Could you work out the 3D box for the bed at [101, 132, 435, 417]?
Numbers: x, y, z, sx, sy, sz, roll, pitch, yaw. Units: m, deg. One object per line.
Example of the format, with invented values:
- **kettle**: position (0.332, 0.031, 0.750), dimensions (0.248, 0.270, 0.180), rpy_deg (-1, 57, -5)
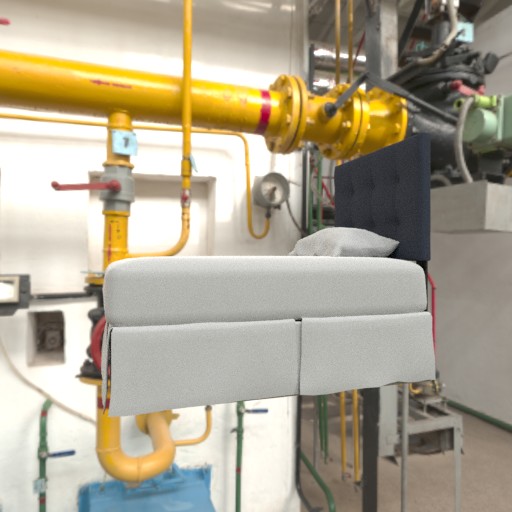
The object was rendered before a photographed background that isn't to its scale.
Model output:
- **bed**: position (0.000, 0.000, 3.024), dimensions (1.997, 1.571, 1.261), rpy_deg (0, 0, -19)
